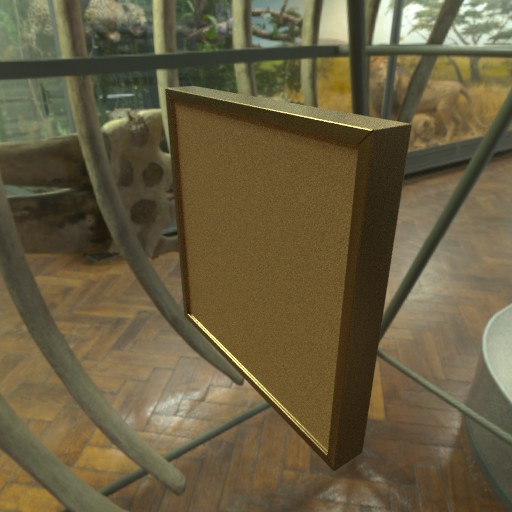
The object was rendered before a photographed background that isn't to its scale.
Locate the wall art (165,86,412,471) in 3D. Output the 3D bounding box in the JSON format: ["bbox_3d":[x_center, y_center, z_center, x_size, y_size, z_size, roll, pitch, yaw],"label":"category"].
[{"bbox_3d":[0.000,0.000,0.458,0.037,0.305,0.305,-17,31,-31],"label":"wall art"}]
